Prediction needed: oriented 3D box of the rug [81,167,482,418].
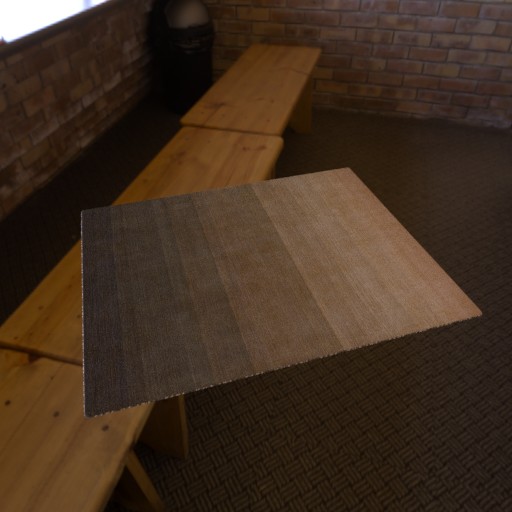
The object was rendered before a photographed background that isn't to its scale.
[{"bbox_3d":[0.000,0.000,3.859,2.902,0.017,2.305,-11,42,-13],"label":"rug"}]
